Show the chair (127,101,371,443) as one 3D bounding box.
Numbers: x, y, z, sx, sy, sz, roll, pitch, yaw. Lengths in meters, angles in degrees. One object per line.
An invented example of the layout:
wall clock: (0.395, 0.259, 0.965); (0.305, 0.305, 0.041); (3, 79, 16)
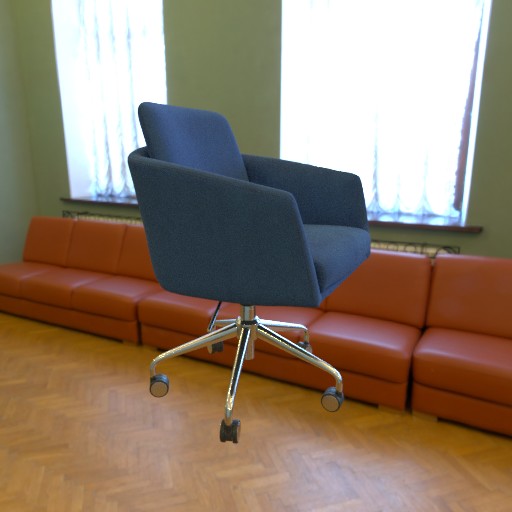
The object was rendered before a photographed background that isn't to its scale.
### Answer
chair: (0.000, 0.000, 1.376); (0.635, 0.908, 0.641); (6, 15, 26)
